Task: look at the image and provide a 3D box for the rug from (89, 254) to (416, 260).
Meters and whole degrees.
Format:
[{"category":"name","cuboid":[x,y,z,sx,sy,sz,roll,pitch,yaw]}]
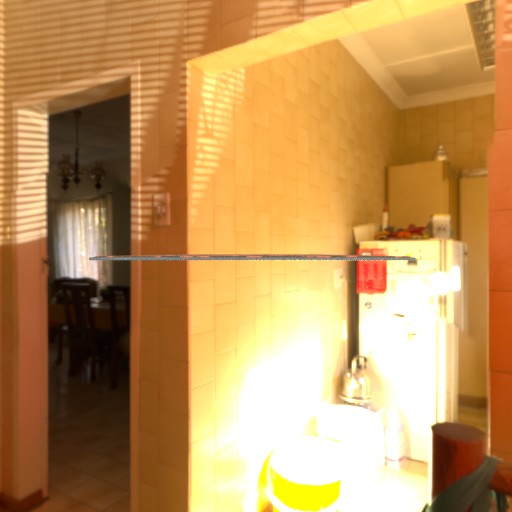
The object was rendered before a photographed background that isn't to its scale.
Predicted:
[{"category":"rug","cuboid":[0.000,0.000,1.423,0.604,0.007,1.219,0,0,1]}]
